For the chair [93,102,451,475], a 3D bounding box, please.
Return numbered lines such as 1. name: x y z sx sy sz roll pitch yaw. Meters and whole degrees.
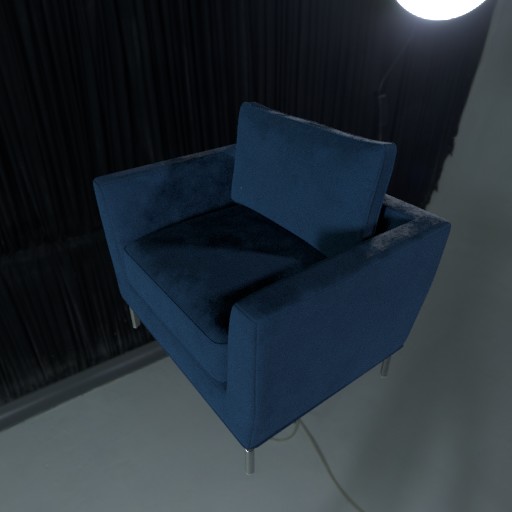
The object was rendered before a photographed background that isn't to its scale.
1. chair: 0.000 0.000 1.559 0.746 0.893 0.977 -22 39 -30
